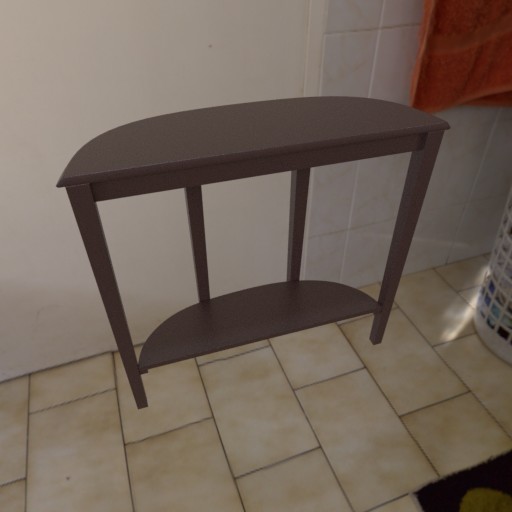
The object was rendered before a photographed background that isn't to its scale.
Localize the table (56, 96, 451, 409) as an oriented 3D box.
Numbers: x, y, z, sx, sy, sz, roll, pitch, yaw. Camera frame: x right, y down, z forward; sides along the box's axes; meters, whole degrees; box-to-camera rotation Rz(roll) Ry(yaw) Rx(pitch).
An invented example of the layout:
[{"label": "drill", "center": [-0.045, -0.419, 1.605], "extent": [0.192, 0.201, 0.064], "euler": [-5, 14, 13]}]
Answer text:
[{"label": "table", "center": [0.000, 0.000, 1.327], "extent": [0.909, 0.831, 0.274], "euler": [-12, 41, -14]}]
